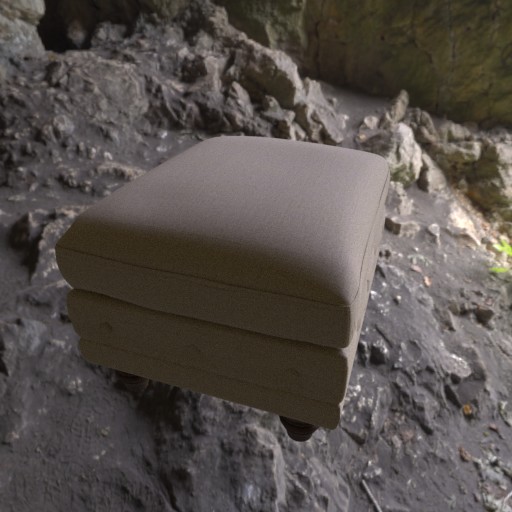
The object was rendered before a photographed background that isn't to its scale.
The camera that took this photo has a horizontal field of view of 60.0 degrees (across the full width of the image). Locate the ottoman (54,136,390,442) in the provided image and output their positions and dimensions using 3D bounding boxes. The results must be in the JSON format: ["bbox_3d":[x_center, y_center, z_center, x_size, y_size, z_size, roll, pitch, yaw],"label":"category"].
[{"bbox_3d":[0.000,0.000,1.035,0.541,0.463,0.684,10,31,18],"label":"ottoman"}]
